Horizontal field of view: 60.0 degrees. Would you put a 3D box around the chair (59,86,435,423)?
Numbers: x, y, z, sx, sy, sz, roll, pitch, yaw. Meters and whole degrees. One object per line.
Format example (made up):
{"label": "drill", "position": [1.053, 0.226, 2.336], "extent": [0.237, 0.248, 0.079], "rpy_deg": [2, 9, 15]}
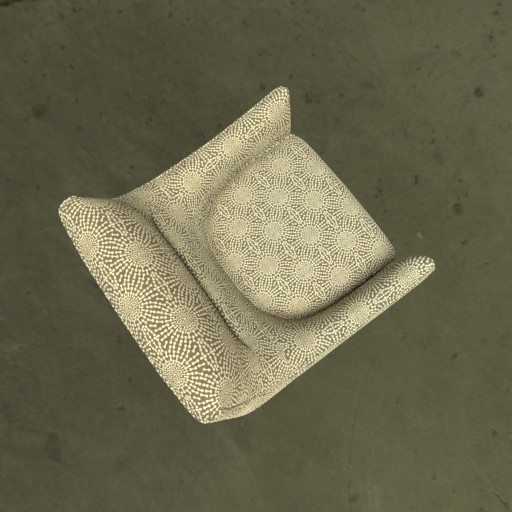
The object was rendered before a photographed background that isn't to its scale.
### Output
{"label": "chair", "position": [0.000, 0.000, 1.447], "extent": [0.787, 0.838, 0.762], "rpy_deg": [-36, 79, -8]}
